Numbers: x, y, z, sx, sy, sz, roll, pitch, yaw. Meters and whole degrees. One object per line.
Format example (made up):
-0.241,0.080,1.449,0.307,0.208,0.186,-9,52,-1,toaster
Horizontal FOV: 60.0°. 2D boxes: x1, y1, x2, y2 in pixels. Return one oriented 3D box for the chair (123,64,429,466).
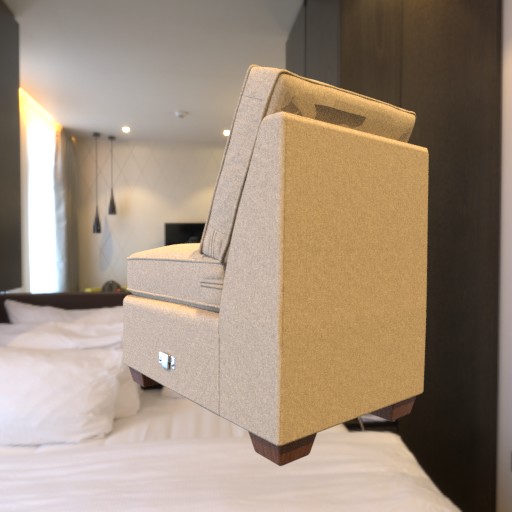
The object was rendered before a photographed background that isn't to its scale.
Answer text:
0.000,0.000,1.663,0.674,1.058,1.020,-1,2,-39,chair
